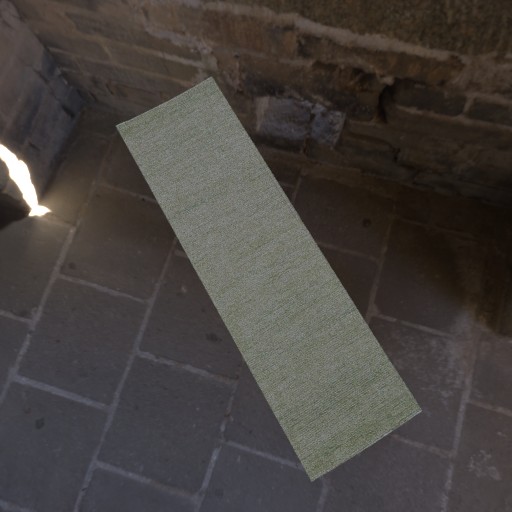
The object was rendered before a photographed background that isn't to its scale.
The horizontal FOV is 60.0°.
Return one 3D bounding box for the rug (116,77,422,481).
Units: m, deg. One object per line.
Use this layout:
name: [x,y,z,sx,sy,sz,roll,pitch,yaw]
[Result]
rug: [0.000,0.000,2.539,0.686,0.013,2.340,-29,77,-7]
